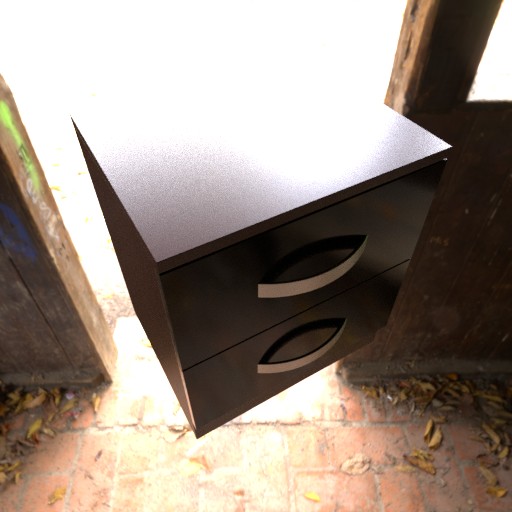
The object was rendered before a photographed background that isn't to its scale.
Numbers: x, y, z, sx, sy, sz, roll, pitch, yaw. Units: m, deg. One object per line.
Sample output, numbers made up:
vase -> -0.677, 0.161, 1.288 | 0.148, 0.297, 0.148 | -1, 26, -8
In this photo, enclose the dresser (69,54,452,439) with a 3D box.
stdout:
dresser -> 0.000, 0.000, 0.756 | 0.400, 0.470, 0.360 | -23, 51, -20
